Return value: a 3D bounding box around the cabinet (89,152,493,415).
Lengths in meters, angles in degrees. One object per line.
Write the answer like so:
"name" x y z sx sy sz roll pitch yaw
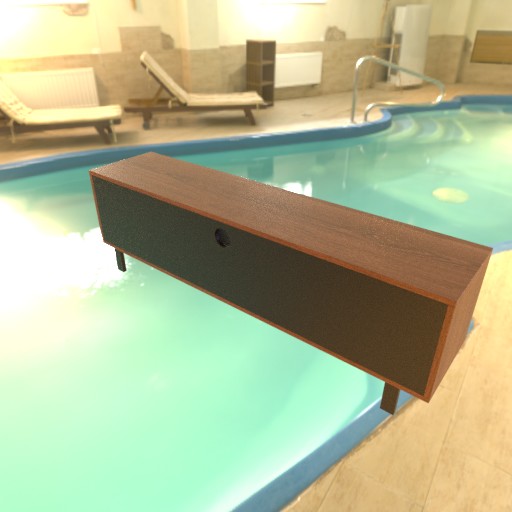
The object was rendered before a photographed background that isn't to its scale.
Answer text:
"cabinet" 0.000 0.000 1.857 1.650 0.500 0.400 22 36 32
